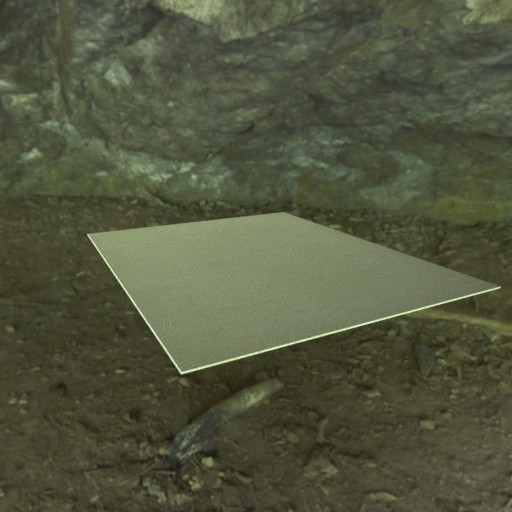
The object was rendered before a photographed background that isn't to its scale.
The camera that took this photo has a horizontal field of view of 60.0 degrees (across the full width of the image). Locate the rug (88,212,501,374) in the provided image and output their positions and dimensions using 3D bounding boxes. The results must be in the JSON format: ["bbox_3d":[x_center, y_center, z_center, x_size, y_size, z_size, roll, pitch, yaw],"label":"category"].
[{"bbox_3d":[0.000,0.000,3.373,2.073,0.011,2.584,-9,19,-27],"label":"rug"}]
